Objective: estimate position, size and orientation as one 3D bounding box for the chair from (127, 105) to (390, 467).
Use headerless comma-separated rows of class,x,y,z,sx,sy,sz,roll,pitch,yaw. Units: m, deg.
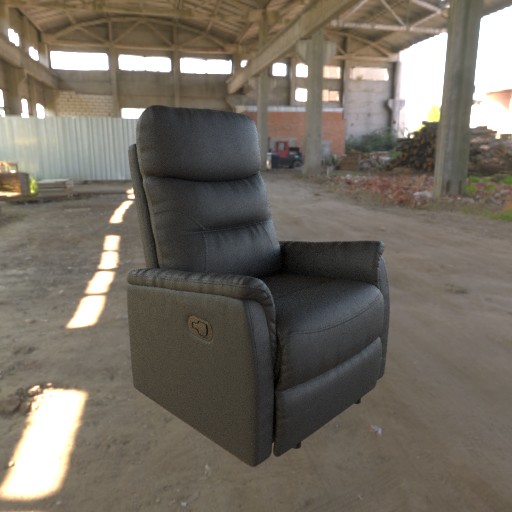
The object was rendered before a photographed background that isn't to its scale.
chair,0.000,0.000,1.659,0.831,1.082,0.775,12,18,43
